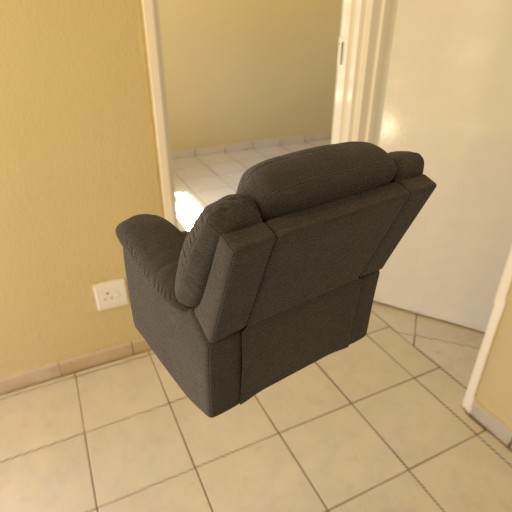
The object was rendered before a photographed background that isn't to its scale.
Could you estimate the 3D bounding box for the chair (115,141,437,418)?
[{"bbox_3d":[0.000,0.000,1.758,0.899,1.008,0.944,-19,35,-30],"label":"chair"}]
